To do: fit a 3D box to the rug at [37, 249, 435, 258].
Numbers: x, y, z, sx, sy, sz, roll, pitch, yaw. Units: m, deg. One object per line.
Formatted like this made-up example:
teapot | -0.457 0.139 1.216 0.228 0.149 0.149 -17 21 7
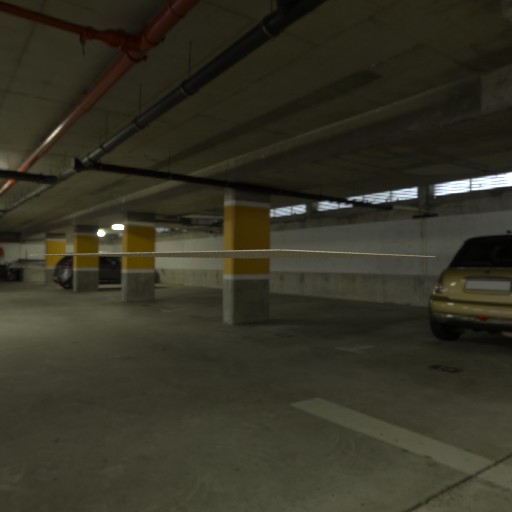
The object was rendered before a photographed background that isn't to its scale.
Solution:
rug | 0.000 0.000 4.008 2.391 0.005 2.880 -1 -1 36
